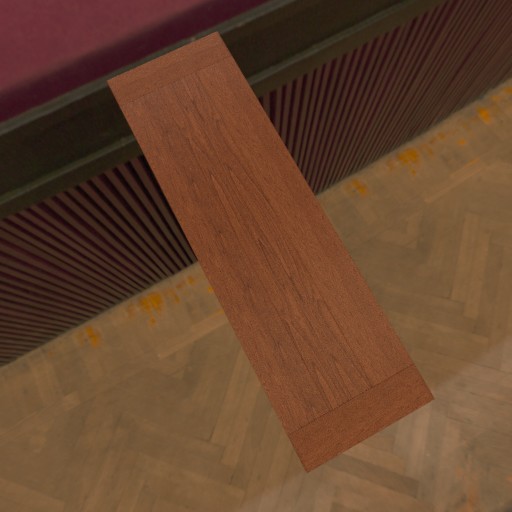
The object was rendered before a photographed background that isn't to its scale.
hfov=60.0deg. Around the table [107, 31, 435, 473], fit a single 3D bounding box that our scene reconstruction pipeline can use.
[{"bbox_3d":[0.000,0.000,1.890,0.461,0.852,1.478,-27,78,-6],"label":"table"}]
